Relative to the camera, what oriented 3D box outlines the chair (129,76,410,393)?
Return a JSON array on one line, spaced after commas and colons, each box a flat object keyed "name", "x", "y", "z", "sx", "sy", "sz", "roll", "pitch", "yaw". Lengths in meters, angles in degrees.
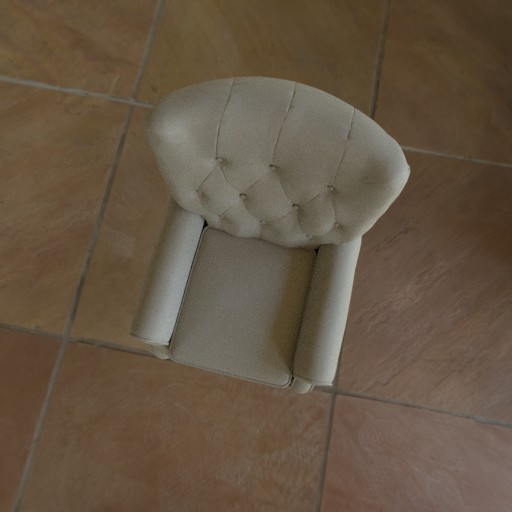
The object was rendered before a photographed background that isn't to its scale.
[{"name": "chair", "x": 0.000, "y": 0.000, "z": 1.948, "sx": 0.943, "sy": 1.158, "sz": 1.059, "roll": 13, "pitch": 76, "yaw": 3}]
